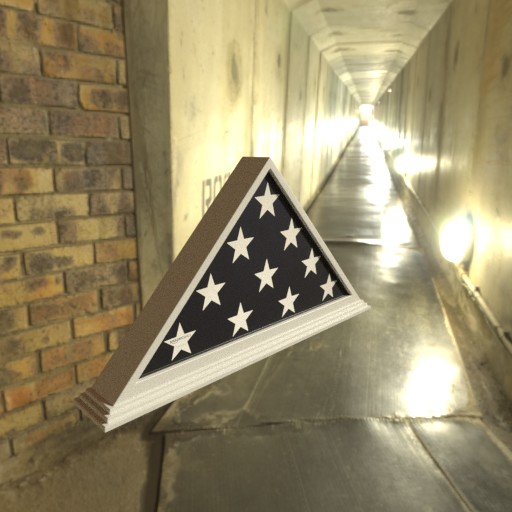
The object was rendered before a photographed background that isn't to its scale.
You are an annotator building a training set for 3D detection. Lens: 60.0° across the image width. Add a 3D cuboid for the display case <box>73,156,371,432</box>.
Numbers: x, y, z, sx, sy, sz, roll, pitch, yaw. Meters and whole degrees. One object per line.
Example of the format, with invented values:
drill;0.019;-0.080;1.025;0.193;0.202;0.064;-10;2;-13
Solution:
display case;0.000;0.000;0.779;0.640;0.340;0.095;-13;19;-43
